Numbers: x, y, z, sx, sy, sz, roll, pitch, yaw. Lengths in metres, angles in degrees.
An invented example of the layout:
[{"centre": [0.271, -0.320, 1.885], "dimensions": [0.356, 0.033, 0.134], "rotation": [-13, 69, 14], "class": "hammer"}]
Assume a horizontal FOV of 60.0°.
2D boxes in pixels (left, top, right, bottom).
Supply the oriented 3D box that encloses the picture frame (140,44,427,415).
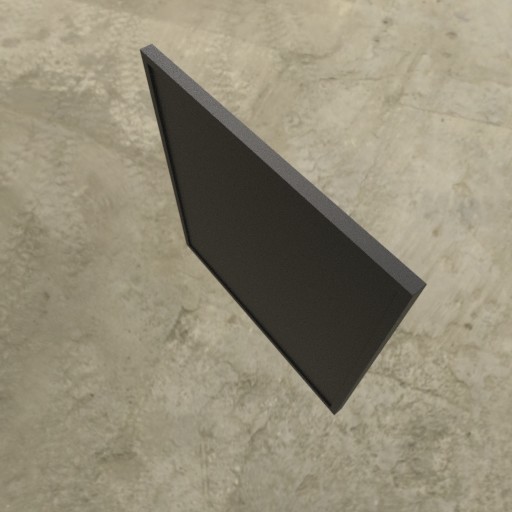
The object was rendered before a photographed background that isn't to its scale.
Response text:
[{"centre": [0.000, 0.000, 1.143], "dimensions": [0.032, 0.775, 0.775], "rotation": [-34, 64, -19], "class": "picture frame"}]
